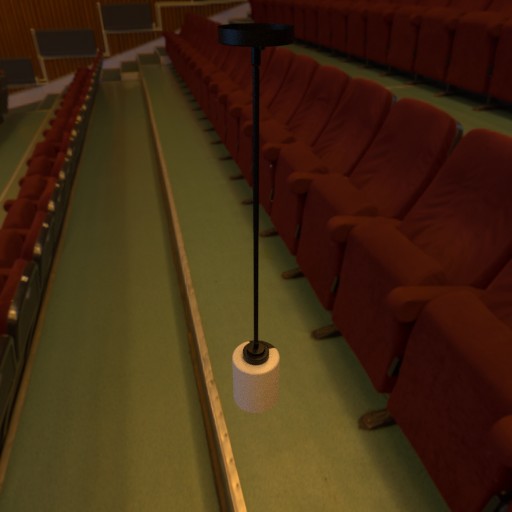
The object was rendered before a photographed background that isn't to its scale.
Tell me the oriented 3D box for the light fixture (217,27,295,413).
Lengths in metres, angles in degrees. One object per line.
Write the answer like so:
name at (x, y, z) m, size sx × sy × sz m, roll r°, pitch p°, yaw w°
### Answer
light fixture at (0.000, 0.000, 0.935) m, size 0.123 × 0.863 × 0.123 m, roll -8°, pitch 33°, yaw -13°
